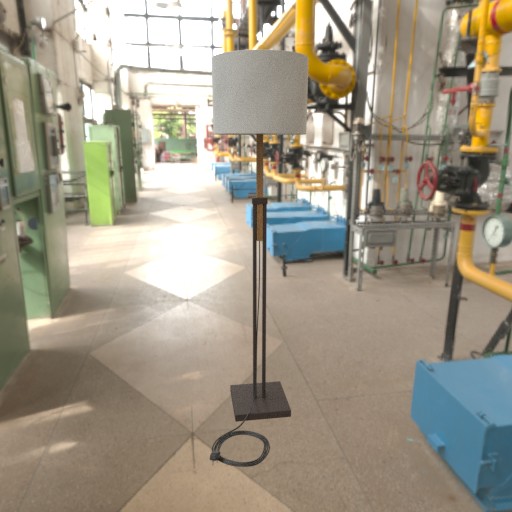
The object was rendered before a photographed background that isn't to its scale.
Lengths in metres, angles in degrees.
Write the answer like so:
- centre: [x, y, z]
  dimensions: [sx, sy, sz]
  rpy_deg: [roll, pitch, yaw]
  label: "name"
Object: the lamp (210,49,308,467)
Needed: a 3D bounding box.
- centre: [0.000, 0.000, 1.957]
  dimensions: [0.474, 1.650, 0.639]
  rpy_deg: [-2, 15, -8]
  label: "lamp"
